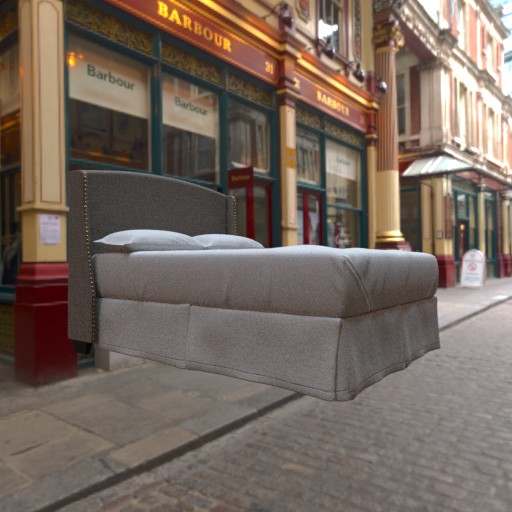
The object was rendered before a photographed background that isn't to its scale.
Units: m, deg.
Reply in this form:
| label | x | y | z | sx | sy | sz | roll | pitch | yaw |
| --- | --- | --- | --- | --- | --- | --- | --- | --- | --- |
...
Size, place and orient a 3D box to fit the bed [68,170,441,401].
| label | x | y | z | sx | sy | sz | roll | pitch | yaw |
| --- | --- | --- | --- | --- | --- | --- | --- | --- | --- |
| bed | 0.000 | 0.000 | 3.292 | 2.237 | 1.407 | 1.710 | 0 | 0 | 37 |
